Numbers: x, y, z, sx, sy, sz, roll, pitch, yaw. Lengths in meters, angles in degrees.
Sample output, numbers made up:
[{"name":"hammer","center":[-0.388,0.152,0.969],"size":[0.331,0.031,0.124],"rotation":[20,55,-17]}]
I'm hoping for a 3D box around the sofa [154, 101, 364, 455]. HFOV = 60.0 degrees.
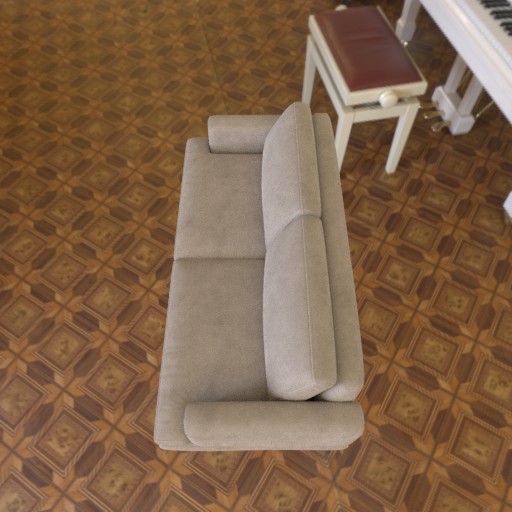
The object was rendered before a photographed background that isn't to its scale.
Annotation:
[{"name":"sofa","center":[0.000,0.000,2.539],"size":[0.980,0.830,2.013],"rotation":[0,58,0]}]
